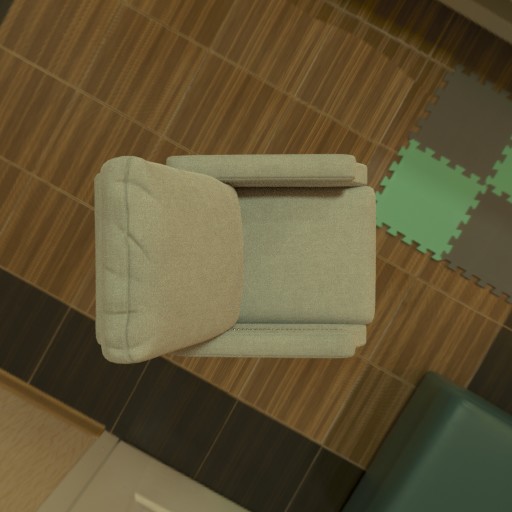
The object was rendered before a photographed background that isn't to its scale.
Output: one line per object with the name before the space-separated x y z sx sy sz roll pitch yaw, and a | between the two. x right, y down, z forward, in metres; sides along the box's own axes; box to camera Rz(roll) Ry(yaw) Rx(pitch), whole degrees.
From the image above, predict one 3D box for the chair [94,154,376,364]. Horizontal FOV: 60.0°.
chair | 0.000 0.000 1.638 0.922 1.049 0.710 0 92 1
